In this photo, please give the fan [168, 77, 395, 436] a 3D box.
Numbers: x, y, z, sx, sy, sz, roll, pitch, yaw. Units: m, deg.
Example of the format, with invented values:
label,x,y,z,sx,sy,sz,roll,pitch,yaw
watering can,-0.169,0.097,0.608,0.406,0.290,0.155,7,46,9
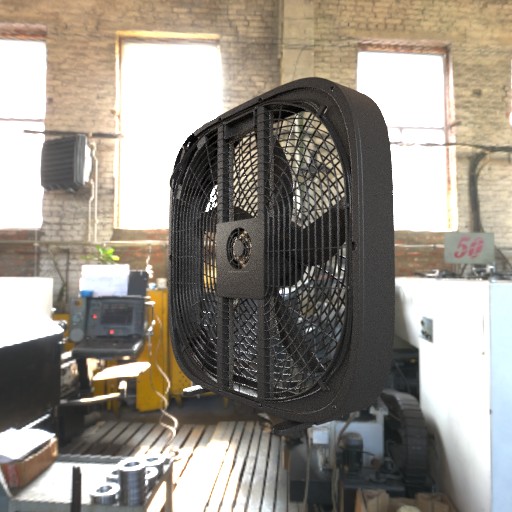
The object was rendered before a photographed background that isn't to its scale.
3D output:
label,x,y,z,sx,sy,sz,roll,pitch,yaw
fan,0.000,0.000,0.801,0.142,0.533,0.526,2,-3,-38
